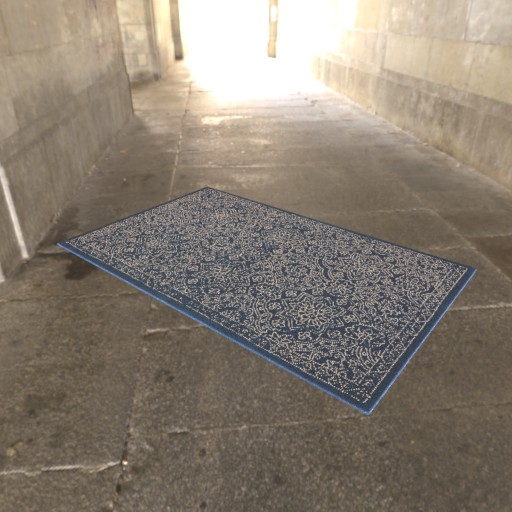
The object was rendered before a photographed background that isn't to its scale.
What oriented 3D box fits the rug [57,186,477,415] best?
[{"bbox_3d":[0.000,0.000,3.020,2.441,0.015,1.526,21,35,34],"label":"rug"}]
